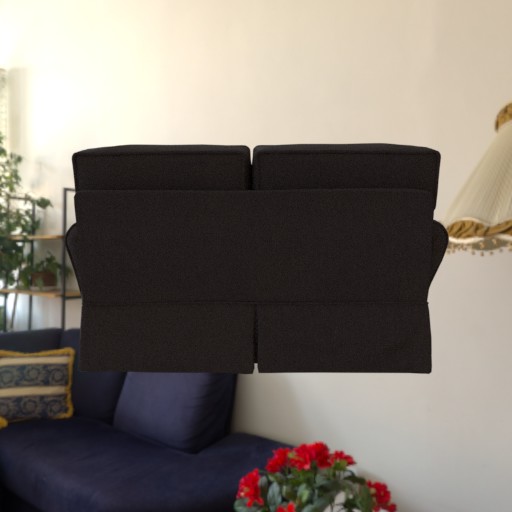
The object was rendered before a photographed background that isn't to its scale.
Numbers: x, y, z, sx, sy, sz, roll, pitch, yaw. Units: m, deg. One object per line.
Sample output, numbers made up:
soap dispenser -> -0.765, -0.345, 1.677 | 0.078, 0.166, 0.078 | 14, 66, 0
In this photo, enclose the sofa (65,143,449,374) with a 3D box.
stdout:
sofa -> 0.000, 0.000, 2.396 | 1.801, 1.059, 0.997 | 0, 1, 1
